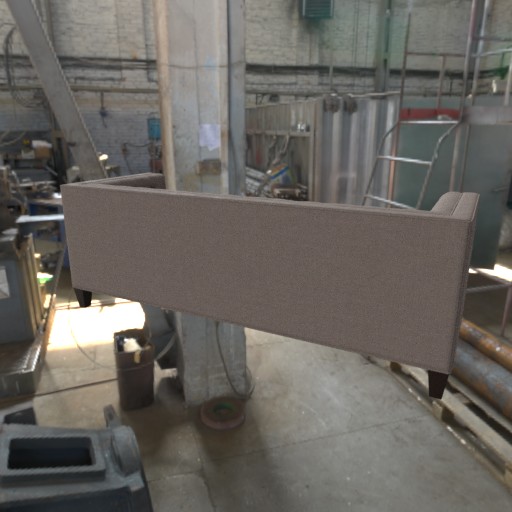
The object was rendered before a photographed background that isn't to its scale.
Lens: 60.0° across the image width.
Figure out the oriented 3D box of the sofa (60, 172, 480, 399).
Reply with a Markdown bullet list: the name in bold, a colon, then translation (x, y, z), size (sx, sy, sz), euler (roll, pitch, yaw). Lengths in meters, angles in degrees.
- **sofa**: translation (0.000, 0.000, 2.498), size (2.159, 0.762, 0.775), euler (8, 19, 26)
